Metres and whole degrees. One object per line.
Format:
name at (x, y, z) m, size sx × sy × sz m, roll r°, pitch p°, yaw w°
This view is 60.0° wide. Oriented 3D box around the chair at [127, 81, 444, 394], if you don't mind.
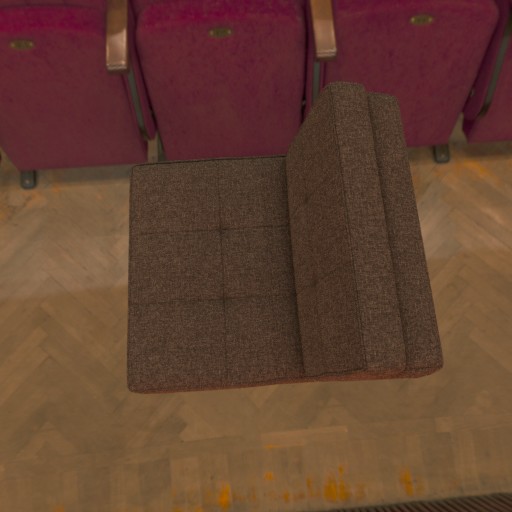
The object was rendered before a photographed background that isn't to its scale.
chair at (0.000, 0.000, 1.297) m, size 0.800 × 0.615 × 0.740 m, roll -3°, pitch 74°, yaw -1°
